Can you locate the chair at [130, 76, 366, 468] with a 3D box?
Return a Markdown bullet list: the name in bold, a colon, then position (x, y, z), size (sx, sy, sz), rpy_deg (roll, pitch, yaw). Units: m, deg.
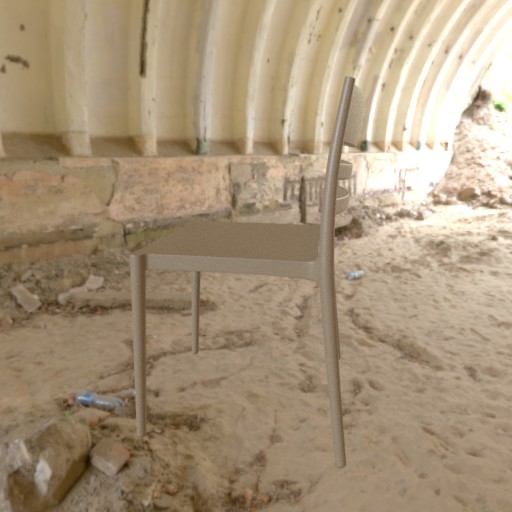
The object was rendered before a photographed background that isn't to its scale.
- **chair**: position (0.000, 0.000, 1.152), size (0.511, 0.800, 0.531), rpy_deg (2, 14, 9)
